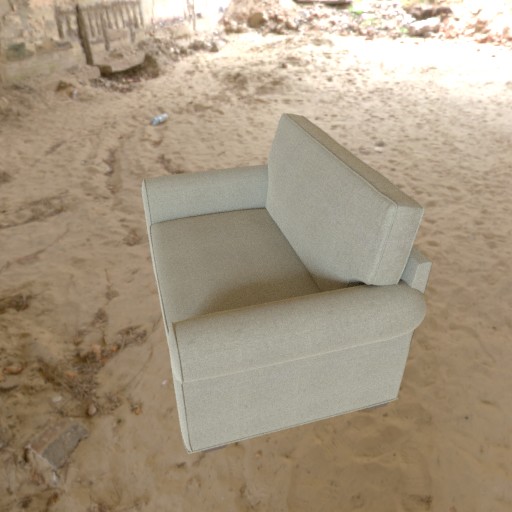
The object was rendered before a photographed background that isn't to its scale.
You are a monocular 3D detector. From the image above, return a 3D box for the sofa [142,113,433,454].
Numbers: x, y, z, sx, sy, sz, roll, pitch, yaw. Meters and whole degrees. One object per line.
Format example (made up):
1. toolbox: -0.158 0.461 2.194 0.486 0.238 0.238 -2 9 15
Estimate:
1. sofa: 0.000 0.000 2.081 0.936 0.991 1.405 -9 34 -13
